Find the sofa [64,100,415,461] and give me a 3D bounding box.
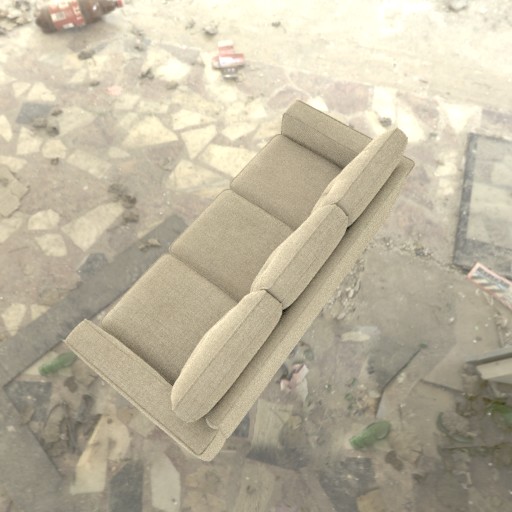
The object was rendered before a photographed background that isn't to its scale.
[{"bbox_3d":[0.000,0.000,2.670,0.939,0.965,2.133,34,68,16],"label":"sofa"}]
